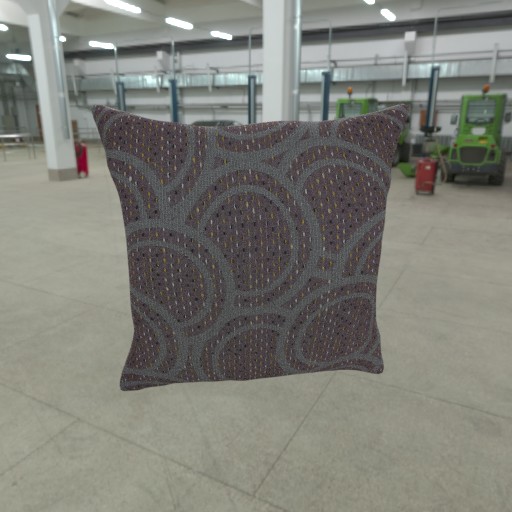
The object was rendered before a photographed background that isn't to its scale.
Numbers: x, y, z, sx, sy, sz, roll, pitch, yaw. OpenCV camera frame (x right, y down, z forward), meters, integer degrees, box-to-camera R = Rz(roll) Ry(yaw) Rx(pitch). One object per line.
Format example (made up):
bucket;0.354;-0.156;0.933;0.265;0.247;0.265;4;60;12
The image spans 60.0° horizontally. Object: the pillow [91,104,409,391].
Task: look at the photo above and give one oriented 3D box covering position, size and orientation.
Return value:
pillow;0.000;0.000;0.787;0.514;0.513;0.163;-2;18;-7
